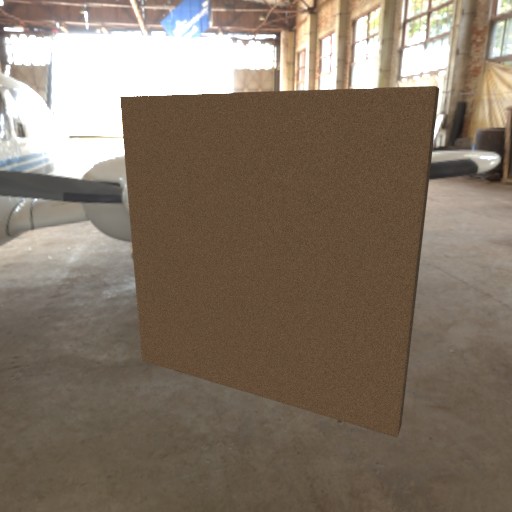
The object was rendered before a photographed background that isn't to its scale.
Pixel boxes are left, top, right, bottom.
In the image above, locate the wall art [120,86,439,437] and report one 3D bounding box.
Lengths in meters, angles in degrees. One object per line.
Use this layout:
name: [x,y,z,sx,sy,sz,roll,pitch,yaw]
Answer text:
wall art: [0.000,0.000,1.084,0.749,0.751,0.050,8,19,26]
